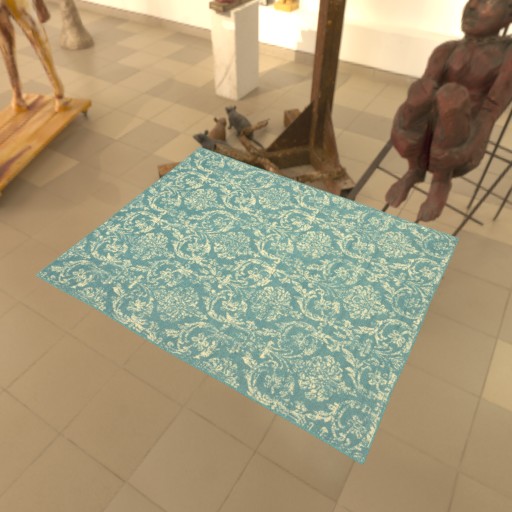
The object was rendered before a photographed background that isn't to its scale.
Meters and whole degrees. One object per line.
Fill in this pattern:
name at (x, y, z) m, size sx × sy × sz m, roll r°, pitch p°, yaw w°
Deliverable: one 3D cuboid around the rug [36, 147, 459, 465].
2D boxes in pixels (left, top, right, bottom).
rug at (0.000, 0.000, 3.954) m, size 2.980 × 0.012 × 2.363 m, roll 24°, pitch 50°, yaw 21°
